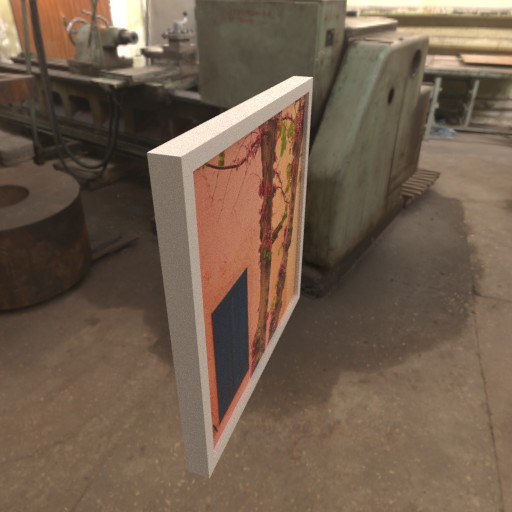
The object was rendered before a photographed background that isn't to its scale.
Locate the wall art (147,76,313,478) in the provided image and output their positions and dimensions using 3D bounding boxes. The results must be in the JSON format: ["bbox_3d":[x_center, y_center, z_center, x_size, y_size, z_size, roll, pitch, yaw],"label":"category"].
[{"bbox_3d":[0.000,0.000,0.764,0.038,0.508,0.507,11,32,18],"label":"wall art"}]
